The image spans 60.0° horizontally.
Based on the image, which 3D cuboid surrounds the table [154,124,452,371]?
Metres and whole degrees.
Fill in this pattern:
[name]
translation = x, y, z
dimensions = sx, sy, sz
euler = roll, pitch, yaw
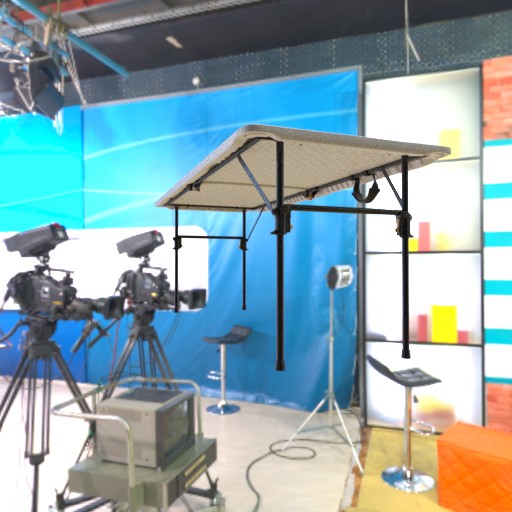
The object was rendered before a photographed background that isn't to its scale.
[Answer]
[table]
translation = 0.000, 0.000, 2.212
dimensions = 0.761, 0.719, 1.829
euler = 0, -1, -21
